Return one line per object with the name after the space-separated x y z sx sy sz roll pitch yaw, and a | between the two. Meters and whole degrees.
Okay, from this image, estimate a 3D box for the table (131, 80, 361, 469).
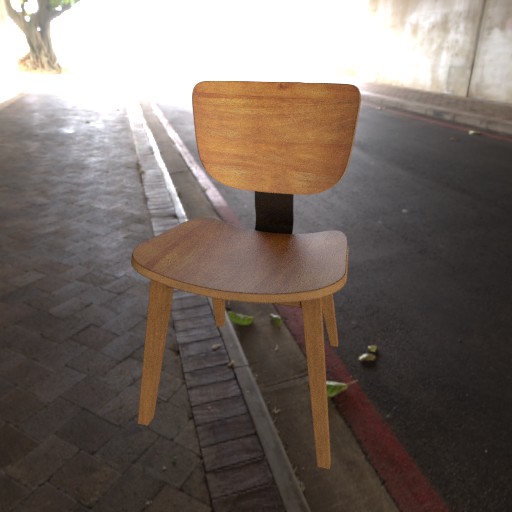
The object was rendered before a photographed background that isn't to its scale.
0.000 0.000 1.128 0.499 0.805 0.500 7 26 15 | table
